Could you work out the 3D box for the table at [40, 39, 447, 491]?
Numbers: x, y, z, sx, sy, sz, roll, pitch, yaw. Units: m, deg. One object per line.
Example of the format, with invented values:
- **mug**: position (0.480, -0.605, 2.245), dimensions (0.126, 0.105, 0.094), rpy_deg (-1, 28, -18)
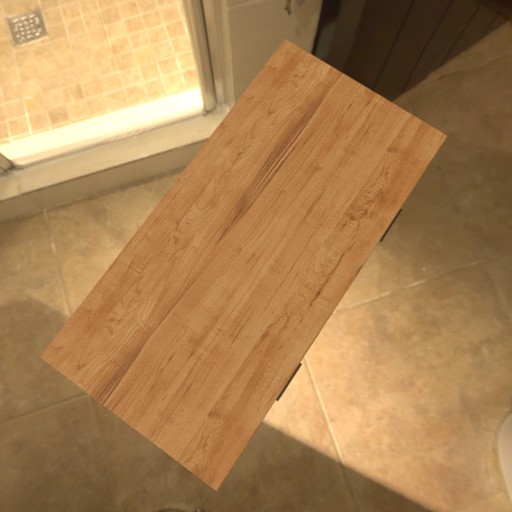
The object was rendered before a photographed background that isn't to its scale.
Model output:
- **table**: position (0.000, 0.000, 1.446), dimensions (0.590, 0.400, 1.180), rpy_deg (34, 80, 7)
